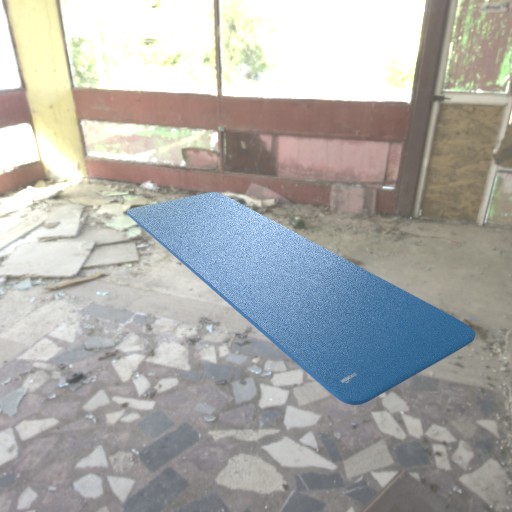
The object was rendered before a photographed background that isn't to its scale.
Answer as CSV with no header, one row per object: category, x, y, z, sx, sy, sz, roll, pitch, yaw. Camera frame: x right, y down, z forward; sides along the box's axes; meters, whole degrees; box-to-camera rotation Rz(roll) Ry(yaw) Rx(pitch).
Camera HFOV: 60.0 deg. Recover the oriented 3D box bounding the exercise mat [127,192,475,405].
exercise mat,0.000,0.000,2.062,0.616,0.021,1.869,-17,31,-30
